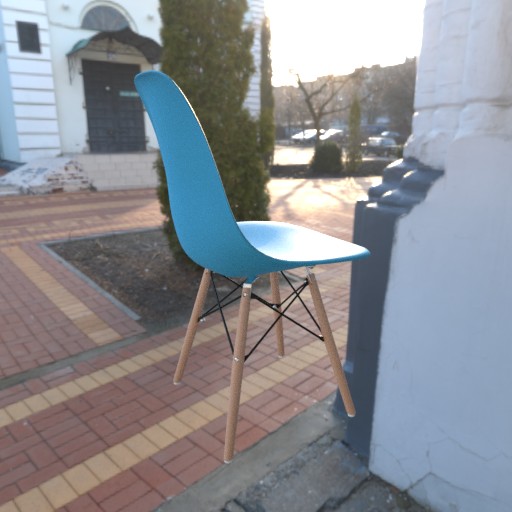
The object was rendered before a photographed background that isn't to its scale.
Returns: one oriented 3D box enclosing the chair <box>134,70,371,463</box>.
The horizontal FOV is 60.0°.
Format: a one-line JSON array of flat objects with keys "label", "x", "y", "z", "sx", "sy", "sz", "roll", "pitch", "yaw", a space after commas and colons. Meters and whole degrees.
[{"label": "chair", "x": 0.000, "y": 0.000, "z": 1.117, "sx": 0.531, "sy": 0.826, "sz": 0.470, "roll": -8, "pitch": 17, "yaw": -27}]
